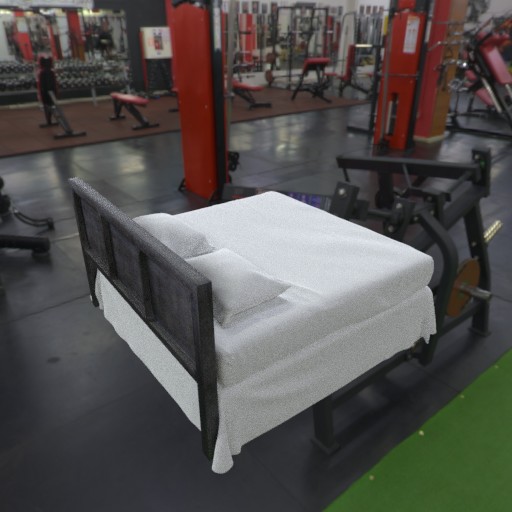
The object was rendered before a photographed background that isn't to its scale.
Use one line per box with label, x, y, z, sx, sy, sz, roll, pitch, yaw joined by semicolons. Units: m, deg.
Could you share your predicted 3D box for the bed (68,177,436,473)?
bed;0.000;0.000;3.521;2.165;1.158;2.255;-18;32;-32
